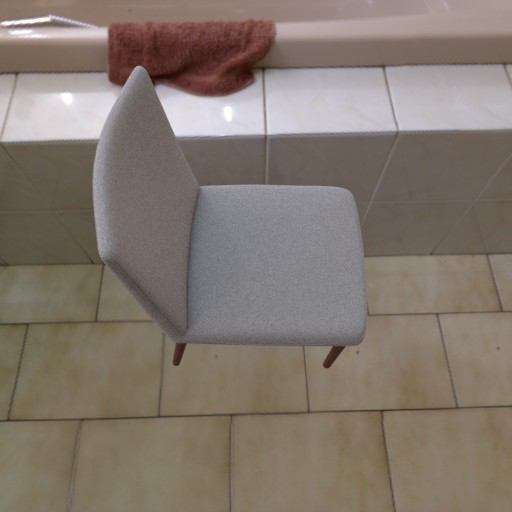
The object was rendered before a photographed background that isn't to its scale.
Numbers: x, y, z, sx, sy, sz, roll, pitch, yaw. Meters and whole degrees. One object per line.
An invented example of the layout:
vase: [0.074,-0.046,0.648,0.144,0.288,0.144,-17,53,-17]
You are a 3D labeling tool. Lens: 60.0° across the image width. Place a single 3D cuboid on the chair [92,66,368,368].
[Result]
chair: [0.000,0.000,1.156,0.570,0.859,0.456,1,64,0]
